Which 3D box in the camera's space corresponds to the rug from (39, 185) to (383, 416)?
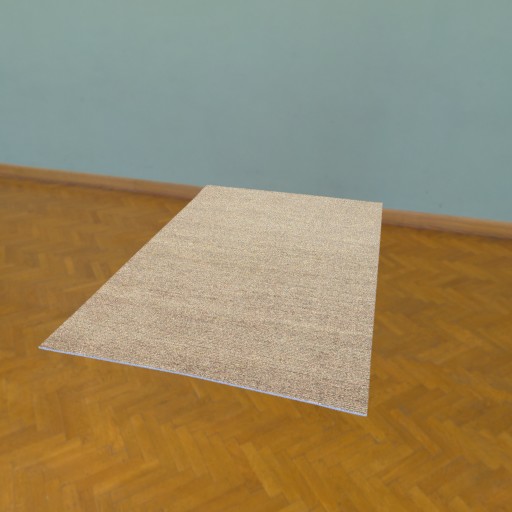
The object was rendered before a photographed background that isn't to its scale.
[{"bbox_3d":[0.000,0.000,3.001,1.609,0.030,2.342,8,31,14],"label":"rug"}]
